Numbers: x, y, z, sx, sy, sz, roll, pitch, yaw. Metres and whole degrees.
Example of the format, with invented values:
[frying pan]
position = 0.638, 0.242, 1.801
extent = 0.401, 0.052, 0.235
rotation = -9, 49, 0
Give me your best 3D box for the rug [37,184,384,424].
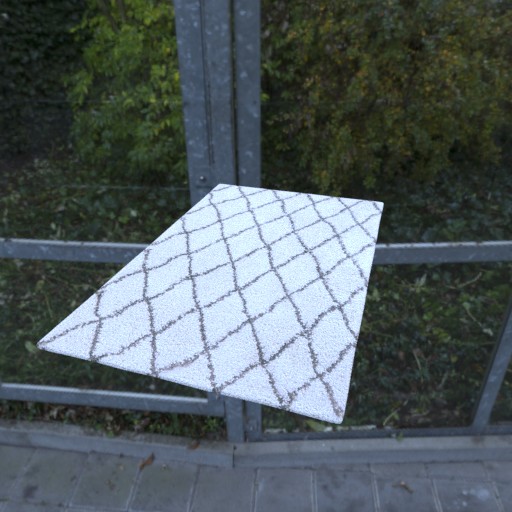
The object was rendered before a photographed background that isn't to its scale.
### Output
[rug]
position = 0.000, 0.000, 3.013
extent = 1.524, 0.030, 2.438
rotation = 9, 30, 16
